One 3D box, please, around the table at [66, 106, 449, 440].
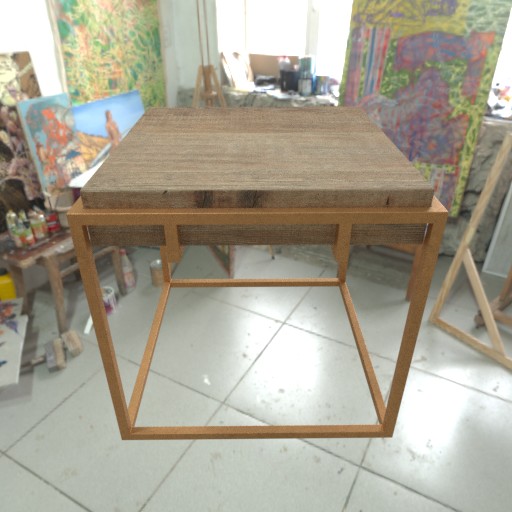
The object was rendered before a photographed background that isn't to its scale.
[{"bbox_3d":[0.000,0.000,1.085,0.599,0.584,0.599,0,31,-1],"label":"table"}]
